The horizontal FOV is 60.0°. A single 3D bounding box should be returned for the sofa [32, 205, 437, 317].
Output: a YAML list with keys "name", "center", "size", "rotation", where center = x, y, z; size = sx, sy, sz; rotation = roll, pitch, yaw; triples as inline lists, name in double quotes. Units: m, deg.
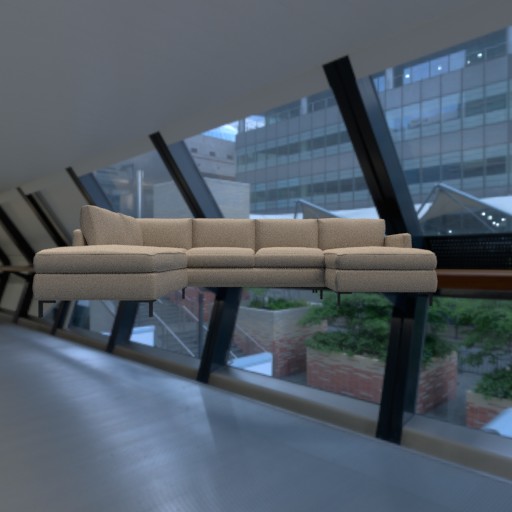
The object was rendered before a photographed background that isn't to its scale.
- name: "sofa"
  center: [0.000, 0.000, 3.623]
  size: [2.737, 0.756, 1.879]
  rotation: [0, 0, 0]
